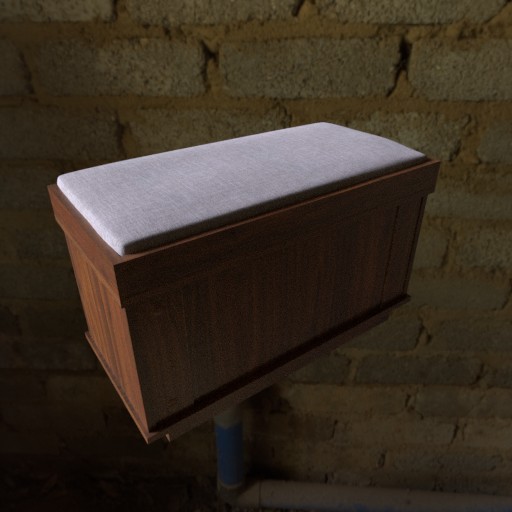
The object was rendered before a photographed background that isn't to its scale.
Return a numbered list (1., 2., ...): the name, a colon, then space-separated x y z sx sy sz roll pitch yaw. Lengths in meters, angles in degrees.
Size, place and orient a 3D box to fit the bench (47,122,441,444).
1. bench: 0.000 0.000 1.011 0.734 0.461 0.362 -20 36 -30
